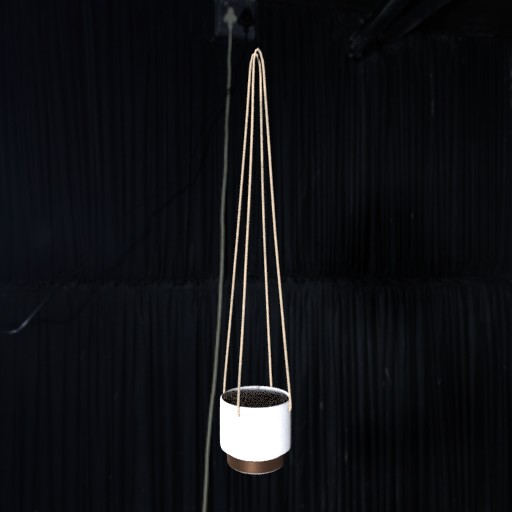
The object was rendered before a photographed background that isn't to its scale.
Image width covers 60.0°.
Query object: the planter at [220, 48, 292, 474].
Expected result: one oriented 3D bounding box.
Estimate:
[{"bbox_3d":[0.000,0.000,0.911,0.146,0.841,0.146,0,0,-19],"label":"planter"}]
